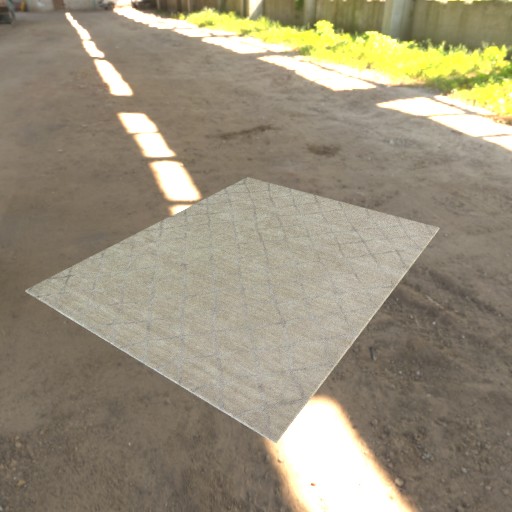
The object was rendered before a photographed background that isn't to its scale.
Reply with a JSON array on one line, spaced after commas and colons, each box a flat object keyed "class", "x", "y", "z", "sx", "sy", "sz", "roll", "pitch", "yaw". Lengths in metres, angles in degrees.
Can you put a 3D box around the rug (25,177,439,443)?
[{"class": "rug", "x": 0.000, "y": 0.000, "z": 4.041, "sx": 2.420, "sy": 0.019, "sz": 3.038, "roll": 20, "pitch": 37, "yaw": 30}]
